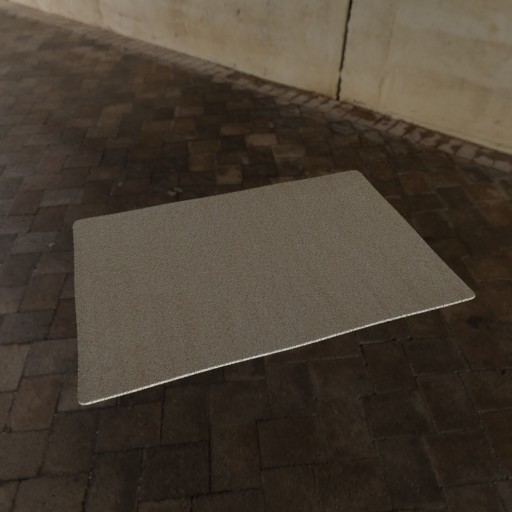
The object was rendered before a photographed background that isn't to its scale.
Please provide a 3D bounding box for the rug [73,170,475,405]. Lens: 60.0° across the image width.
[{"bbox_3d":[0.000,0.000,3.453,2.698,0.025,1.798,-12,43,-13],"label":"rug"}]
